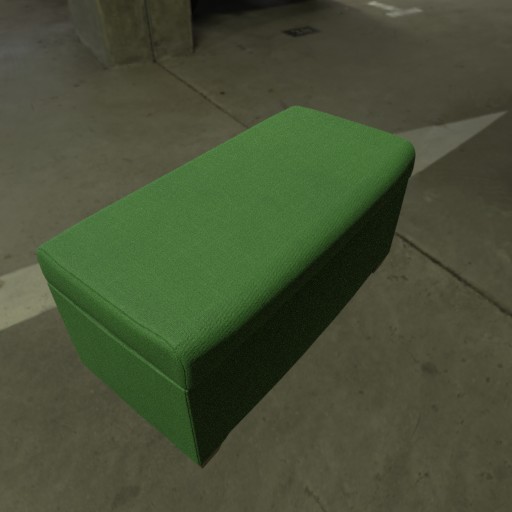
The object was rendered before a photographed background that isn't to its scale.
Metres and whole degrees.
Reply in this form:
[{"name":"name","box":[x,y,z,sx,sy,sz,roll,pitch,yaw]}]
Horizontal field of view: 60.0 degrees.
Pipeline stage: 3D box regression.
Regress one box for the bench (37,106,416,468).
[{"name":"bench","box":[0.000,0.000,1.273,0.505,0.501,0.989,28,49,28]}]
